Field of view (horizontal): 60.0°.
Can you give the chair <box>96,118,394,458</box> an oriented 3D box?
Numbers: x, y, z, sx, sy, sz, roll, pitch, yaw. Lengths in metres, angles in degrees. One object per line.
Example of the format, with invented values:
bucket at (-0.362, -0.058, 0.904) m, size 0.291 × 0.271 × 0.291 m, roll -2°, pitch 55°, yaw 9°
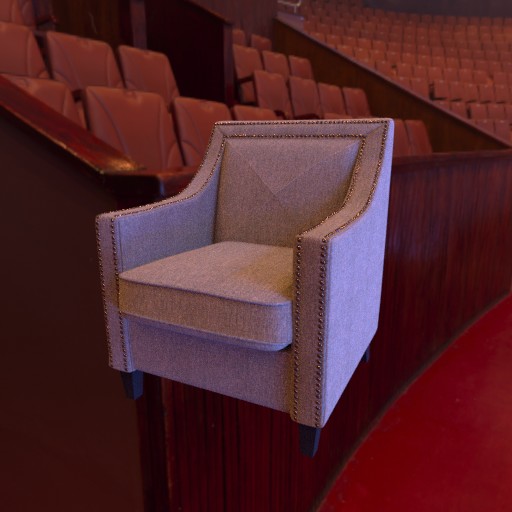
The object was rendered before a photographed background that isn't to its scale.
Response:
chair at (0.000, 0.000, 1.599) m, size 0.776 × 0.967 × 0.884 m, roll 7°, pitch 17°, yaw 25°
